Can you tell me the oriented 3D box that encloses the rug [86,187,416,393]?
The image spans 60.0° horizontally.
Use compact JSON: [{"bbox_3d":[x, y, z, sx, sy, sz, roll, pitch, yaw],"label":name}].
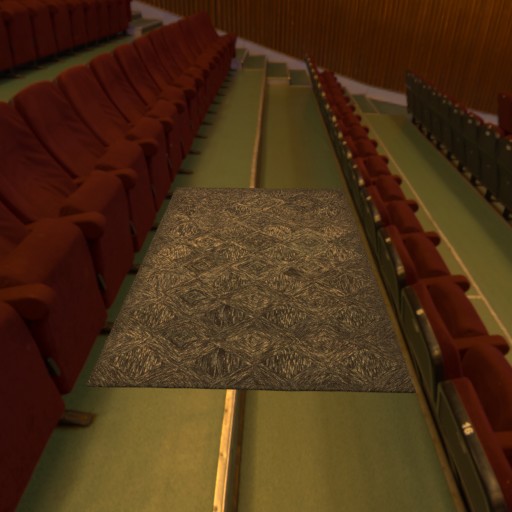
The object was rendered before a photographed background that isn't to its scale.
[{"bbox_3d":[0.000,0.000,2.268,1.139,0.010,1.754,1,32,1],"label":"rug"}]
